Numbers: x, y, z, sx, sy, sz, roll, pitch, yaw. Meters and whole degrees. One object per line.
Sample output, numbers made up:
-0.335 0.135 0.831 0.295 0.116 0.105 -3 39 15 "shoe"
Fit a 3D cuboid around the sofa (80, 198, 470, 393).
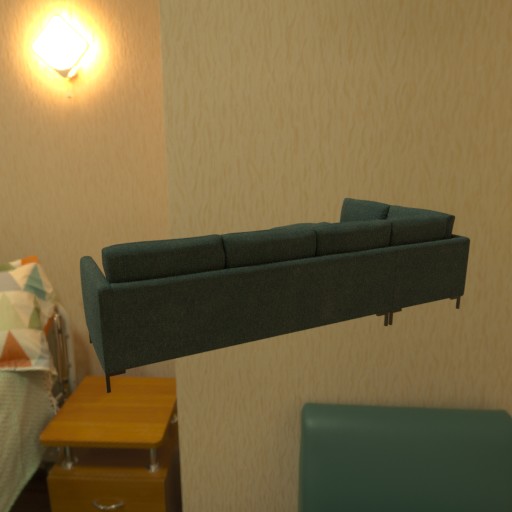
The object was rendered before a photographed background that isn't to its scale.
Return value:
0.000 0.000 3.848 2.949 0.815 2.007 -7 16 -27 "sofa"
